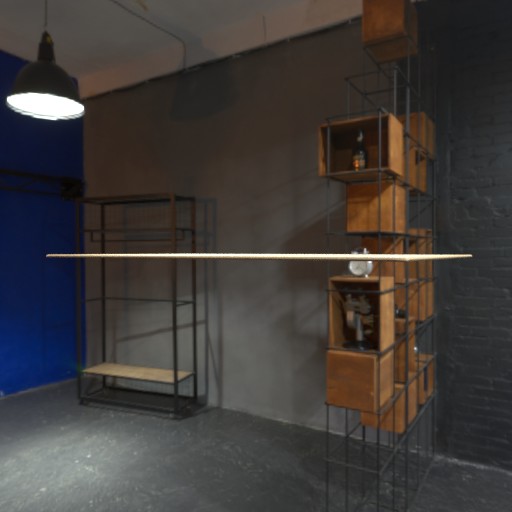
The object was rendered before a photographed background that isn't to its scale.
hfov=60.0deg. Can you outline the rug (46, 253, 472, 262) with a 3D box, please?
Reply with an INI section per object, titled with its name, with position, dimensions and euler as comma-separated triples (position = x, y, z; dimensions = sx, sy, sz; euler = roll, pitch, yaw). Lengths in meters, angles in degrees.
[rug]
position = 0.000, 0.000, 2.045
dimensions = 1.667, 0.013, 1.062
euler = 0, 1, 34
